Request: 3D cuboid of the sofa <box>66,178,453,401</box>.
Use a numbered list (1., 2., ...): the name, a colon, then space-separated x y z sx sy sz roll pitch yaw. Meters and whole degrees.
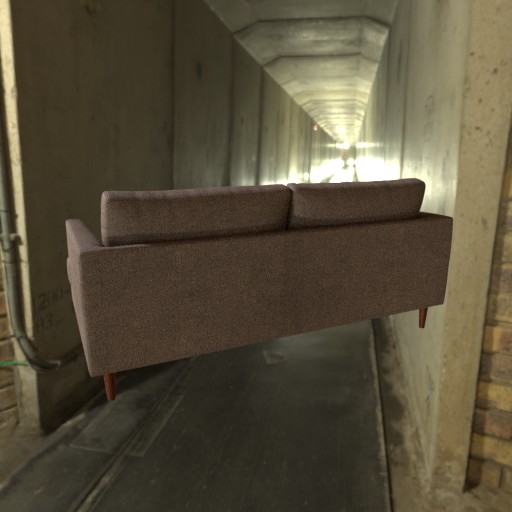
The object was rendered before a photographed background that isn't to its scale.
1. sofa: 0.000 0.000 2.513 1.948 0.868 1.020 -7 16 -25
